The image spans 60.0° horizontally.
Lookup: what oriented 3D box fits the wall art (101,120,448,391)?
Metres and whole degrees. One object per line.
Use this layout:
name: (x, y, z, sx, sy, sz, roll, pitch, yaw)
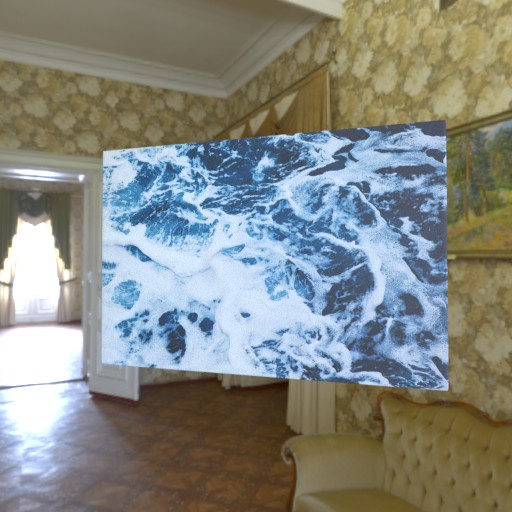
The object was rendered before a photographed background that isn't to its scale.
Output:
wall art: (0.000, 0.000, 1.153, 0.915, 0.610, 0.042, 0, -1, 18)
